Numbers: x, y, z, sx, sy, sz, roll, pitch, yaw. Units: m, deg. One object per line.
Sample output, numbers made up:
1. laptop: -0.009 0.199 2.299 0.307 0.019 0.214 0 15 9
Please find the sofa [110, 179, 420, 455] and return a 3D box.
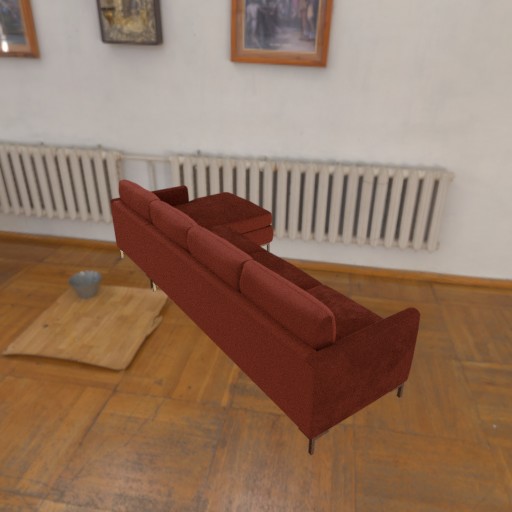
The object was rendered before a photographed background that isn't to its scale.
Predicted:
1. sofa: 0.000 0.000 3.527 1.350 0.810 2.932 -17 31 -31
